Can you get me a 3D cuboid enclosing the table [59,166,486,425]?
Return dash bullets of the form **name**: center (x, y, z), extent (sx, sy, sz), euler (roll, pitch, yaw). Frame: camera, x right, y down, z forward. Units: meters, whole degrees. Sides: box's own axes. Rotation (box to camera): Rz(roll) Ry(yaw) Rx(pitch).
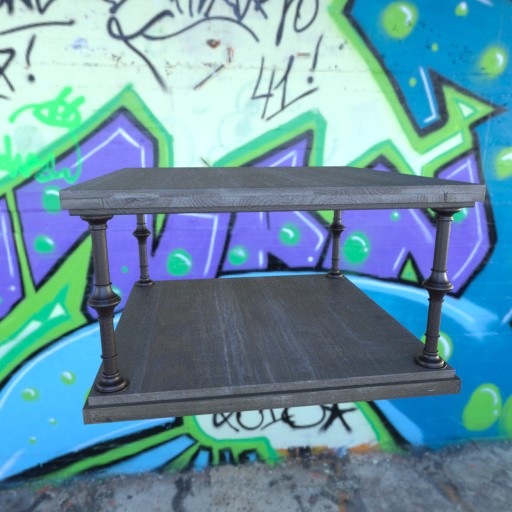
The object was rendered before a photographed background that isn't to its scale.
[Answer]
- **table**: center (0.000, 0.000, 1.093), extent (0.696, 0.400, 0.696), euler (-2, 14, -8)
